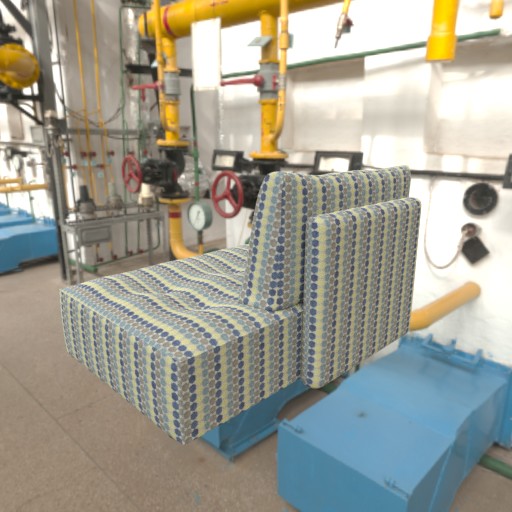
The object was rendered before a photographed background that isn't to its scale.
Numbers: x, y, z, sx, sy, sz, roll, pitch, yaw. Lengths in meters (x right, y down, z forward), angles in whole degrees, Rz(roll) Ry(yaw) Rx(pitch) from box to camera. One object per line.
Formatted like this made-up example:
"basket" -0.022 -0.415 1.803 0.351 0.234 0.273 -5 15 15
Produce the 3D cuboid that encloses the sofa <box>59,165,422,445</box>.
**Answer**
"sofa" 0.000 0.000 2.018 1.450 0.820 1.000 -15 21 -43
